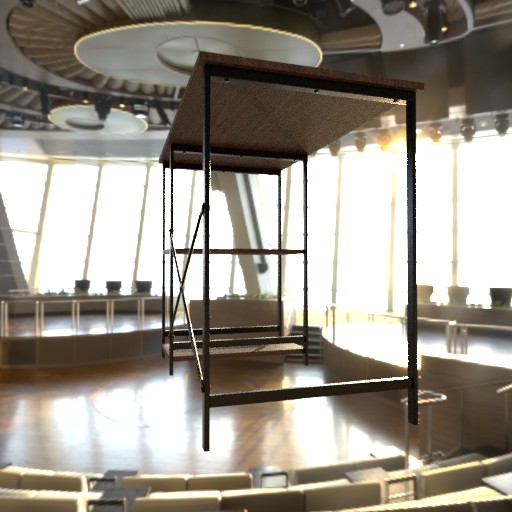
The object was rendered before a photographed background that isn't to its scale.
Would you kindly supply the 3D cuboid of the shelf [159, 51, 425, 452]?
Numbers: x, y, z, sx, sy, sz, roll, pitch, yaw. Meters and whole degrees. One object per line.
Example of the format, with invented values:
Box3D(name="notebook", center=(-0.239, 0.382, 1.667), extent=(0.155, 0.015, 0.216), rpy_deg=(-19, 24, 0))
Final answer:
Box3D(name="shelf", center=(0.000, 0.000, 1.325), extent=(0.498, 0.750, 0.902), rpy_deg=(0, -1, -17))
